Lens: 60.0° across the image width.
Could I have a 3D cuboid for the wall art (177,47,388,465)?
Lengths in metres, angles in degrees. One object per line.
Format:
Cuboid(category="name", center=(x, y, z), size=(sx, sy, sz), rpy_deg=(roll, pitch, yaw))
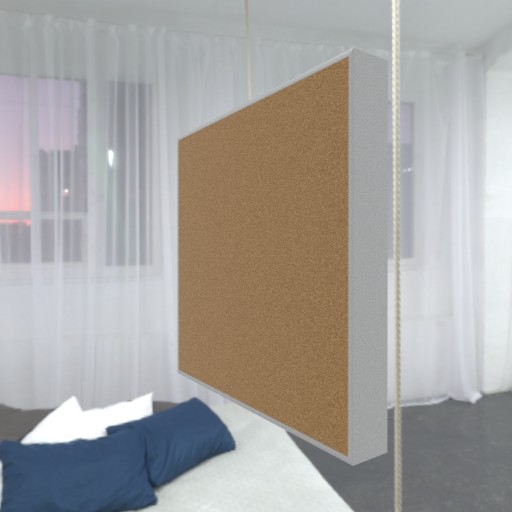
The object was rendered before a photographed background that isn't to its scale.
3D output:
Cuboid(category="wall art", center=(0.000, 0.000, 0.459), size=(0.038, 0.304, 0.305), rpy_deg=(0, 1, -34))
